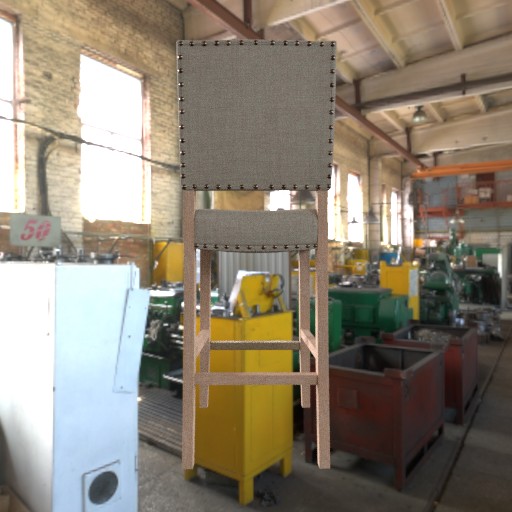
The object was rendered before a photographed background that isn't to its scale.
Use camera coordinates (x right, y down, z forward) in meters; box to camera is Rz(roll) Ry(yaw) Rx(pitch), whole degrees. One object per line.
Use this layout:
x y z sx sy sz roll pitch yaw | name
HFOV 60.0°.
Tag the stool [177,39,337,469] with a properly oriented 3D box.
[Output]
0.000 0.000 1.465 0.445 1.173 0.585 0 0 -1 | stool
